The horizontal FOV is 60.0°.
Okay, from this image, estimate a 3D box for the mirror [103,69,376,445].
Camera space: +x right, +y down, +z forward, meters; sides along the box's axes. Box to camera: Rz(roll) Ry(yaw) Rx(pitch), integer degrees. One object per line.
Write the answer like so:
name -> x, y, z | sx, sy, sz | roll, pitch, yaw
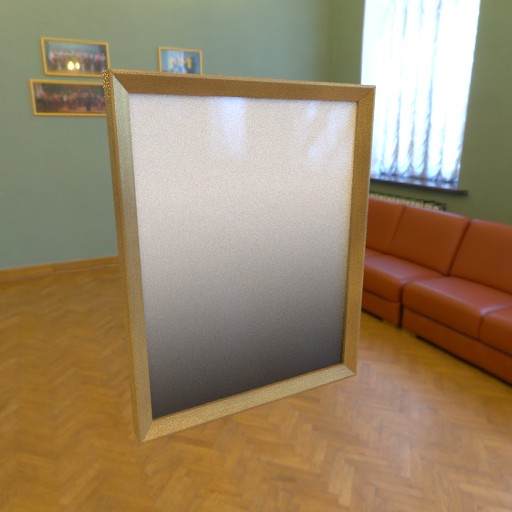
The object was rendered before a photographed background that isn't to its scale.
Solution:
mirror -> 0.000, 0.000, 0.685 | 0.406, 0.509, 0.041 | -8, 18, -27
